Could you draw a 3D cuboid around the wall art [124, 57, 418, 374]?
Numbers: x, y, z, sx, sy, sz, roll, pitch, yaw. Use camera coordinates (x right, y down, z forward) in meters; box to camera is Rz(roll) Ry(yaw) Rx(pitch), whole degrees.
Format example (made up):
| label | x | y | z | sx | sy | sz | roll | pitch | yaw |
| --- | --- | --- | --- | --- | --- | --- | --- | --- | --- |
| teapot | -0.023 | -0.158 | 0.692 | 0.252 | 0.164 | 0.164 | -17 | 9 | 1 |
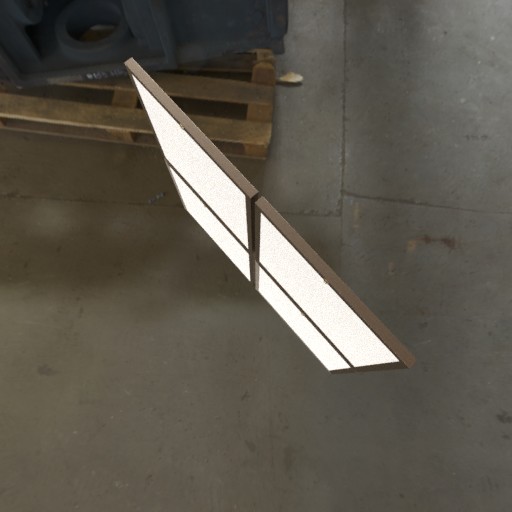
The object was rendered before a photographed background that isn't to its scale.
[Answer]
| label | x | y | z | sx | sy | sz | roll | pitch | yaw |
| --- | --- | --- | --- | --- | --- | --- | --- | --- | --- |
| wall art | 0.000 | 0.000 | 1.556 | 0.030 | 1.032 | 1.032 | -40 | 78 | -10 |
